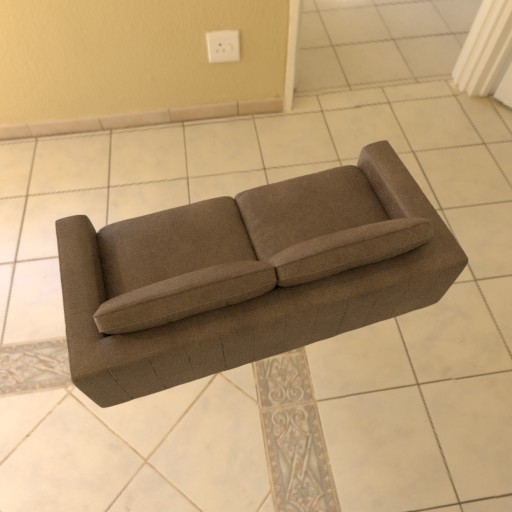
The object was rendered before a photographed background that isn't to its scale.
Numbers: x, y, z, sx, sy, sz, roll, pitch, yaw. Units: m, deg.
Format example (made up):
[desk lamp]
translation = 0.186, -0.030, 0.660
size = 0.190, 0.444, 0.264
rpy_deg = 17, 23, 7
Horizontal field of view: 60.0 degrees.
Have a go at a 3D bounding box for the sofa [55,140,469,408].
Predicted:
[sofa]
translation = 0.000, 0.000, 2.755
size = 2.262, 0.801, 1.070
rpy_deg = -15, 59, -9
